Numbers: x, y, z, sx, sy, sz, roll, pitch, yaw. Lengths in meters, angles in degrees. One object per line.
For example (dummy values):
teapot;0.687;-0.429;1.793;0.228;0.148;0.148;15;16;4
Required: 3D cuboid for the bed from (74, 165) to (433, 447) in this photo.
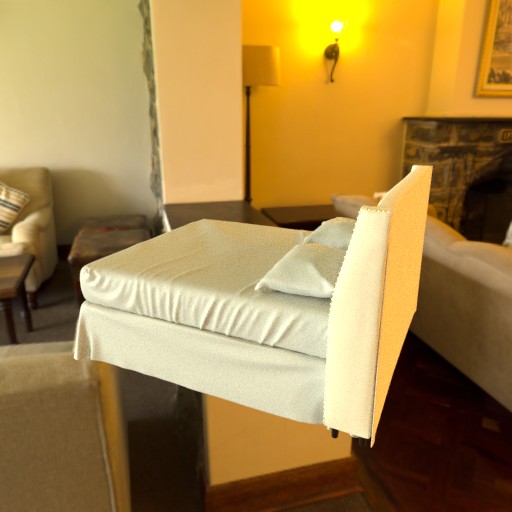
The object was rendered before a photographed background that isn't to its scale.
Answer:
bed;0.000;0.000;3.420;2.276;1.332;1.925;9;20;24
